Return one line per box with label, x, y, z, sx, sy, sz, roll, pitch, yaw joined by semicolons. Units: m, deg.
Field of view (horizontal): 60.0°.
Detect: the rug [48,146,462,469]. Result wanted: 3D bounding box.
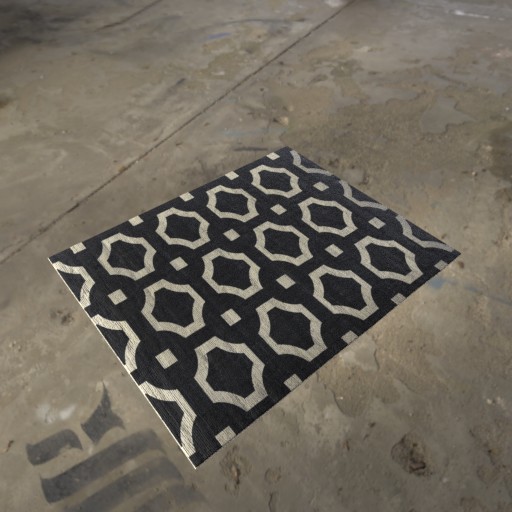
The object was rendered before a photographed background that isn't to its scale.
rug;0.000;0.000;4.190;3.049;0.021;2.466;-31;53;-27
